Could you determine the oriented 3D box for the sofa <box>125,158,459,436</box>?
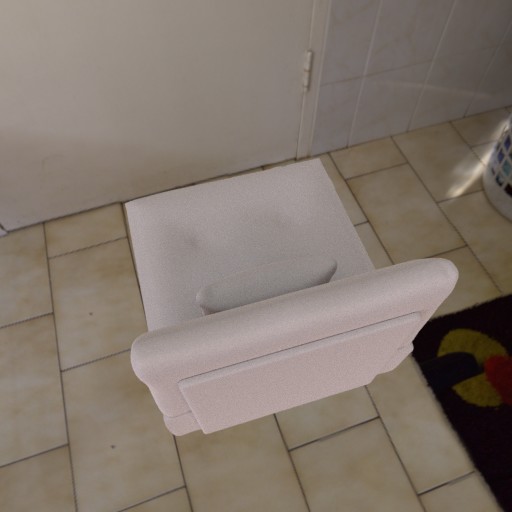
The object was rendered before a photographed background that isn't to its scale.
[{"bbox_3d":[0.000,0.000,1.696,0.935,0.828,1.000,-14,59,-9],"label":"sofa"}]
